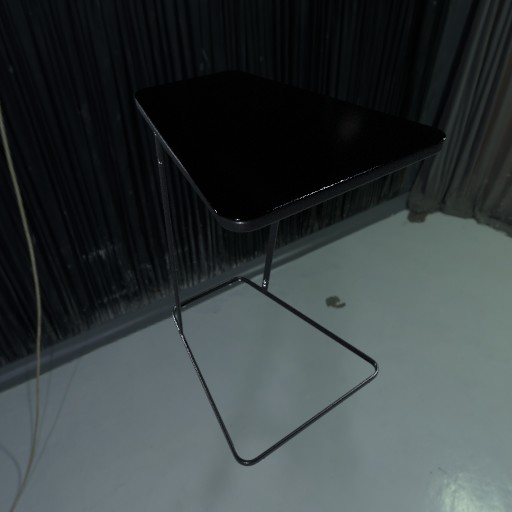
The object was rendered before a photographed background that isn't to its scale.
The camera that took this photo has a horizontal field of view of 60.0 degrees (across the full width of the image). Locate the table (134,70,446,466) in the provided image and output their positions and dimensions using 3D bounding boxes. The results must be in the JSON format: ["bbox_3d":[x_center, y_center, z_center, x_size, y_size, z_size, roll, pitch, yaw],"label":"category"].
[{"bbox_3d":[0.000,0.000,0.966,0.427,0.624,0.500,-25,45,-27],"label":"table"}]
